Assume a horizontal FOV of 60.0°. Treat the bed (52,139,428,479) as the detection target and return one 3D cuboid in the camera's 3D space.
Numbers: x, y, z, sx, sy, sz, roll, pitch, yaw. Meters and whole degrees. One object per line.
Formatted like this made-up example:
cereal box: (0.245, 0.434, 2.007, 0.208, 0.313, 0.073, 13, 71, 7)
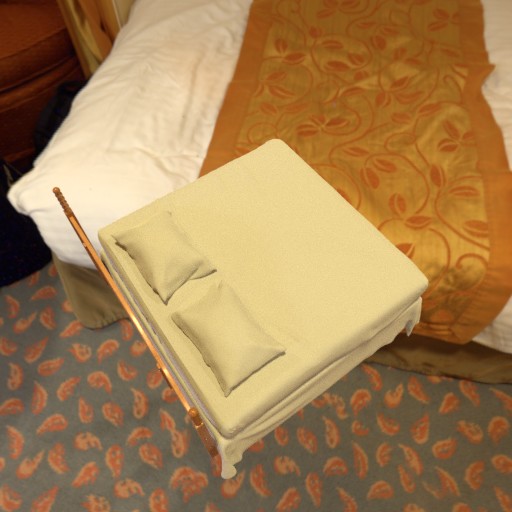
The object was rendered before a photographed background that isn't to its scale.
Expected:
bed: (0.000, 0.000, 3.607, 2.219, 1.355, 2.322, -31, 63, -18)
